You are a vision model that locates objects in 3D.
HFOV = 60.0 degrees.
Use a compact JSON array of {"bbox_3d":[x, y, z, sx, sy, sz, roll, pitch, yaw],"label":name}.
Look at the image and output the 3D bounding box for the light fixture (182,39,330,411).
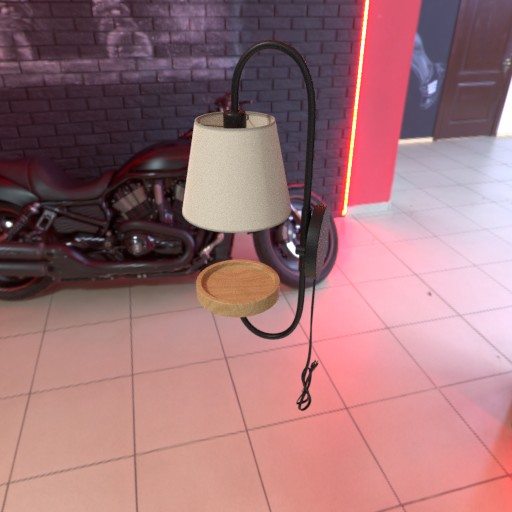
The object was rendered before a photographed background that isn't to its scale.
[{"bbox_3d":[0.000,0.000,0.933,0.299,0.821,0.220,9,30,15],"label":"light fixture"}]
